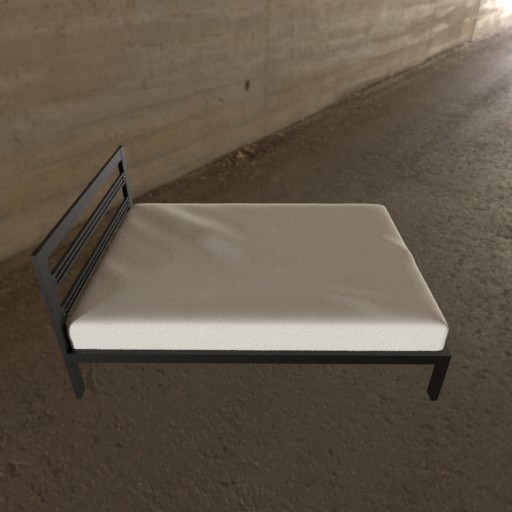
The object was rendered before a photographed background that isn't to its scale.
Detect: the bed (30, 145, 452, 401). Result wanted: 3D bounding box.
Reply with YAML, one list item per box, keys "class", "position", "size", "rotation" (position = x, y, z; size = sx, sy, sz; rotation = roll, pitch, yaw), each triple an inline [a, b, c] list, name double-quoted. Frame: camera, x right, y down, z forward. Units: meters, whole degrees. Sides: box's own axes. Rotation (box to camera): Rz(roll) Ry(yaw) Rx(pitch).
- class: "bed"
  position: [0.000, 0.000, 2.900]
  size: [2.062, 0.967, 1.524]
  rotation: [0, 33, 0]
